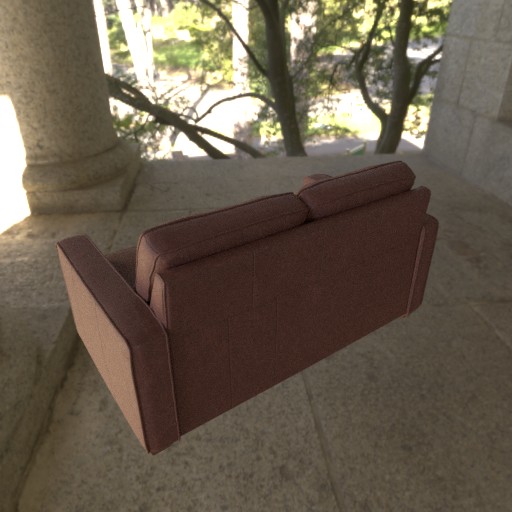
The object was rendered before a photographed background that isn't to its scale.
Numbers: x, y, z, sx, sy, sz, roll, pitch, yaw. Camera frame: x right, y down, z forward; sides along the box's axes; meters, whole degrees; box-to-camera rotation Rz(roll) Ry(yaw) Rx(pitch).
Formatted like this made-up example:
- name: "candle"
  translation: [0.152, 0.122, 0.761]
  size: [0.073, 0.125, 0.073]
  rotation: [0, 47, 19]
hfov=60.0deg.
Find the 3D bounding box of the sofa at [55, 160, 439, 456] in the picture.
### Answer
- name: "sofa"
  translation: [0.000, 0.000, 2.259]
  size: [1.709, 0.918, 0.947]
  rotation: [-19, 35, -30]
